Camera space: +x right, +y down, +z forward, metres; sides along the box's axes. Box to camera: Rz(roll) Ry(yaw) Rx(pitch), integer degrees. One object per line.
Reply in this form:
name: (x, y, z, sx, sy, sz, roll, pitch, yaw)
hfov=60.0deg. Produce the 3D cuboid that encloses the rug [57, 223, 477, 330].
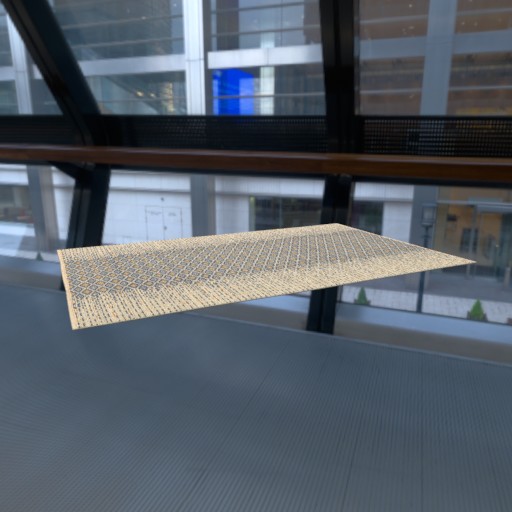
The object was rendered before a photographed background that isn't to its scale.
rug: (0.000, 0.000, 3.039, 2.448, 0.008, 1.541, -7, 16, -25)
